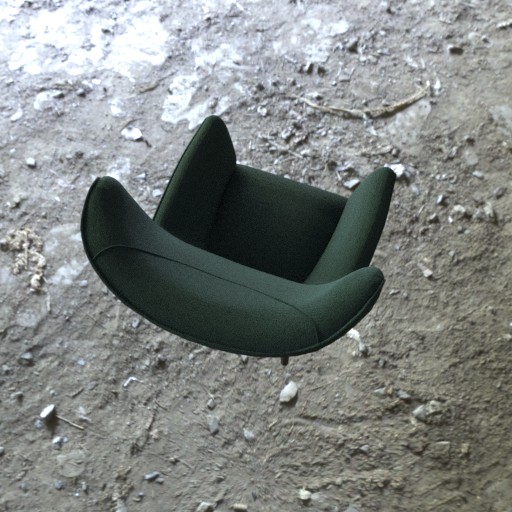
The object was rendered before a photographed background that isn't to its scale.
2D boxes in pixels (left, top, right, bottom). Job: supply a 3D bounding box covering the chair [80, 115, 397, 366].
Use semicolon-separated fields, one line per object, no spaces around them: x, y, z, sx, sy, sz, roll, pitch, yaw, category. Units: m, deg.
0.000;0.000;1.567;0.781;0.933;0.888;19;65;9;chair
